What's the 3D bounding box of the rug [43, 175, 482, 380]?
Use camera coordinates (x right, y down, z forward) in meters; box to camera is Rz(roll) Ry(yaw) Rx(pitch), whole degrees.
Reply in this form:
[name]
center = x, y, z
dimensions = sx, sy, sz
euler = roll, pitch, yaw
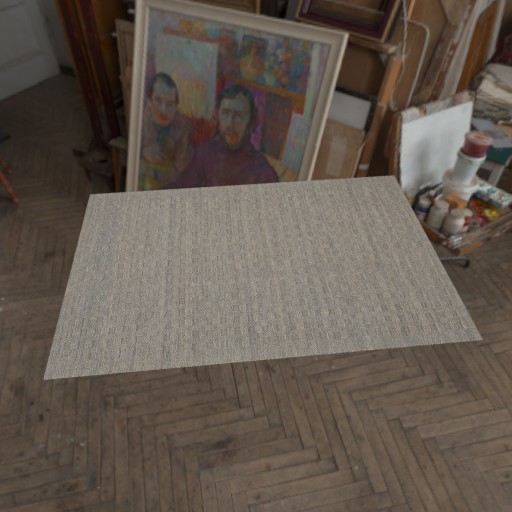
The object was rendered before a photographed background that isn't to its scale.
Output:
[rug]
center = 0.000, 0.000, 2.153
dimensions = 1.752, 0.006, 1.142
euler = -4, 46, -4
